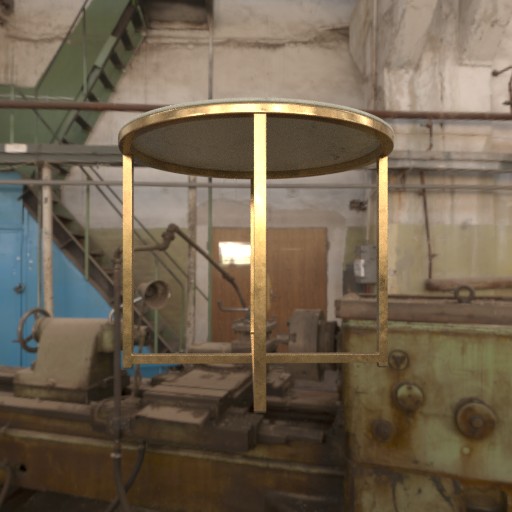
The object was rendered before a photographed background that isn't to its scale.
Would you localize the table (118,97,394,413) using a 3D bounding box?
[{"bbox_3d":[0.000,0.000,0.839,0.500,0.420,0.500,0,0,0],"label":"table"}]
